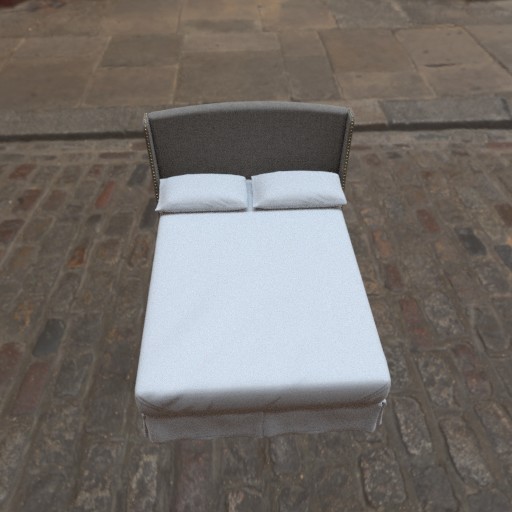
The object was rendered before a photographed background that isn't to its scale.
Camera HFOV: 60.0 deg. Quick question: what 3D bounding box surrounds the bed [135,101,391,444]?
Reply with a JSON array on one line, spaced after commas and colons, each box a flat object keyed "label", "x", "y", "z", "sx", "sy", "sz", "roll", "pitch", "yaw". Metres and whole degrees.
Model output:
[{"label": "bed", "x": 0.000, "y": 0.000, "z": 3.356, "sx": 1.710, "sy": 1.407, "sz": 2.237, "roll": -2, "pitch": 46, "yaw": -2}]
